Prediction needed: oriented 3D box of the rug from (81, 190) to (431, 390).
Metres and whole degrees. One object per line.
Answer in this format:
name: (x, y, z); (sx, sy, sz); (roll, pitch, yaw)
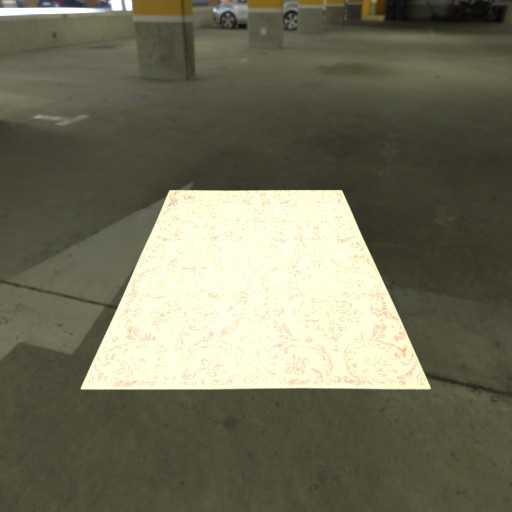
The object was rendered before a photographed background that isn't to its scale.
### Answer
rug: (0.000, 0.000, 3.482); (1.819, 0.018, 2.746); (0, 30, 0)
